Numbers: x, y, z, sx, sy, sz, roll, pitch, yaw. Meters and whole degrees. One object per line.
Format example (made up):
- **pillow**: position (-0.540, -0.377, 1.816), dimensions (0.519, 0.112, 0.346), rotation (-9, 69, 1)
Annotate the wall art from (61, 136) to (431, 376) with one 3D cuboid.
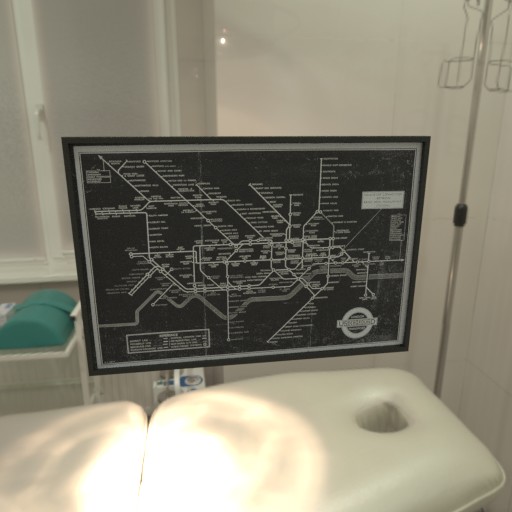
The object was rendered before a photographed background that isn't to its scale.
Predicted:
- **wall art**: position (0.000, 0.000, 0.578), dimensions (0.443, 0.301, 0.021), rotation (-2, 16, -8)
